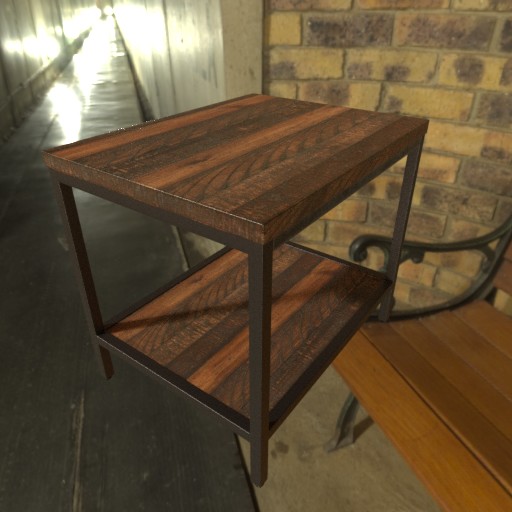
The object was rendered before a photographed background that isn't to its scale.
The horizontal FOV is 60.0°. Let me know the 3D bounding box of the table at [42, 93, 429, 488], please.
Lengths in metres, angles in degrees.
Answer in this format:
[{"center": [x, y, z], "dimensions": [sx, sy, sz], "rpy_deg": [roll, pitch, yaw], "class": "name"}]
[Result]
[{"center": [0.000, 0.000, 1.107], "dimensions": [0.524, 0.612, 0.678], "rpy_deg": [21, 37, 31], "class": "table"}]
